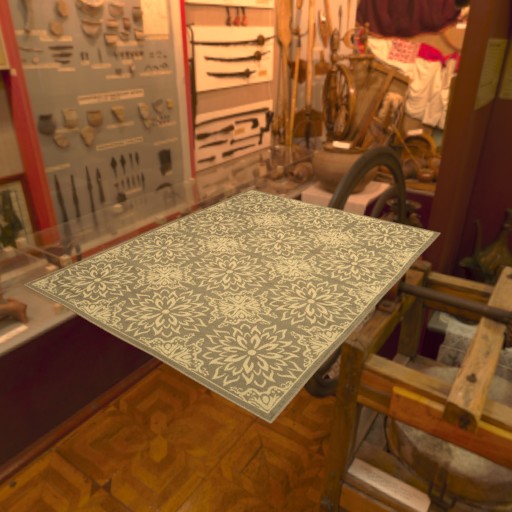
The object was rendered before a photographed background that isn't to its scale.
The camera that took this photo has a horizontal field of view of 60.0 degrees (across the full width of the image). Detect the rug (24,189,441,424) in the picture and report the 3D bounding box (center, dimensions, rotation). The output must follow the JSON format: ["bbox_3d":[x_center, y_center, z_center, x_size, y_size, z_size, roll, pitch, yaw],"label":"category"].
[{"bbox_3d":[0.000,0.000,3.943,2.363,0.012,2.980,18,32,32],"label":"rug"}]
